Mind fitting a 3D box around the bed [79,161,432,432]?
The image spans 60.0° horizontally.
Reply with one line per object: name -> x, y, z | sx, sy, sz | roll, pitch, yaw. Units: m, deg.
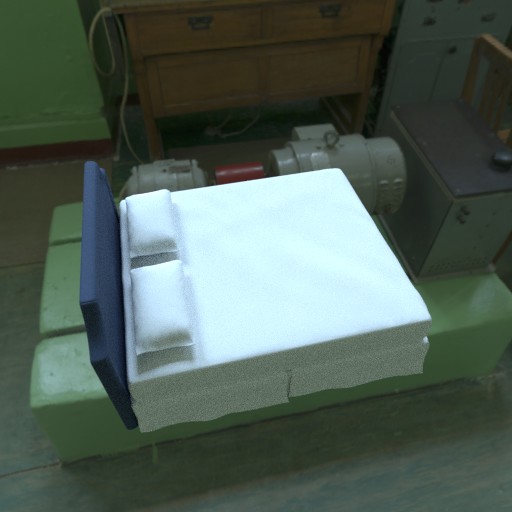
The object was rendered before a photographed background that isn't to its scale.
bed -> 0.000, 0.000, 4.190 | 2.773, 1.488, 2.350 | -10, 48, -9
